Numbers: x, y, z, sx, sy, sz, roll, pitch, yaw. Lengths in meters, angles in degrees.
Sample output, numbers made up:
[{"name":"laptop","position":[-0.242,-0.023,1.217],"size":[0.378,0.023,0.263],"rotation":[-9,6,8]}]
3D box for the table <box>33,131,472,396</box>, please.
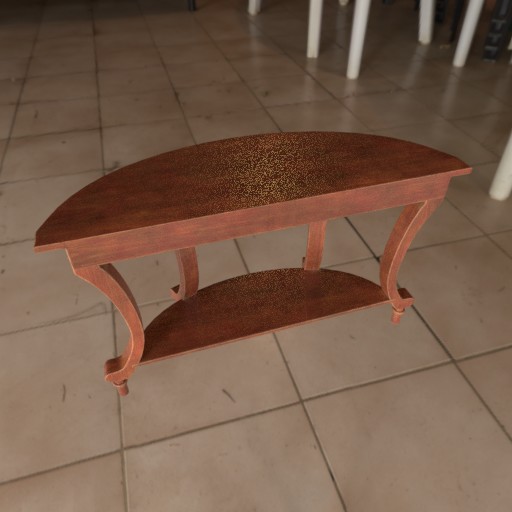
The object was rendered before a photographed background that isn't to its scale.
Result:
[{"name":"table","position":[0.000,0.000,1.525],"size":[1.198,0.699,0.394],"rotation":[-12,43,-13]}]
